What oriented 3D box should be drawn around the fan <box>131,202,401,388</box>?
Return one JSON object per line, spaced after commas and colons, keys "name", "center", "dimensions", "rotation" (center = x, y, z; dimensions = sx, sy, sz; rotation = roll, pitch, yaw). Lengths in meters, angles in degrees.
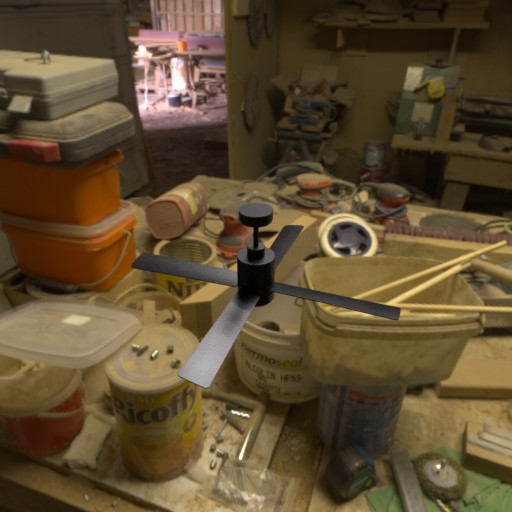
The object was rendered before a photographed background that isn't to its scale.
{"name": "fan", "center": [0.000, 0.000, 2.336], "dimensions": [1.525, 0.534, 1.525], "rotation": [11, 32, 18]}
